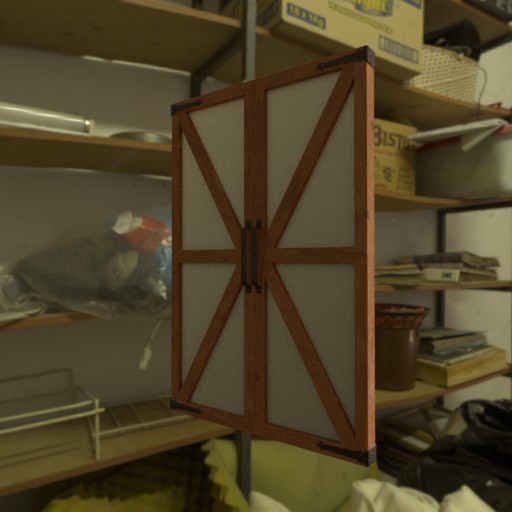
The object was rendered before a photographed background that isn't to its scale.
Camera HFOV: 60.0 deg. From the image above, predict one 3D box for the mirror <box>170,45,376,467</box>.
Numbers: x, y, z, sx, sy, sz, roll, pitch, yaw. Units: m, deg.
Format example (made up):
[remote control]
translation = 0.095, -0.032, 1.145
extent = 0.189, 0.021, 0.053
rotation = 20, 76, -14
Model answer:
[mirror]
translation = 0.000, 0.000, 0.956
extent = 0.517, 0.761, 0.053
rotation = 0, -1, 37
